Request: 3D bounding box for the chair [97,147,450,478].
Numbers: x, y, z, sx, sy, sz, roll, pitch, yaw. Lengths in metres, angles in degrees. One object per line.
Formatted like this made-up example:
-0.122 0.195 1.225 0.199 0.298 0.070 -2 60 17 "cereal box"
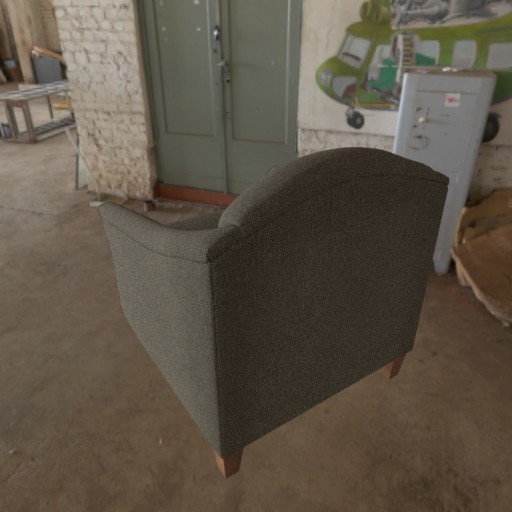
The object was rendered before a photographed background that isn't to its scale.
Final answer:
0.000 0.000 1.431 0.763 0.839 0.787 -18 34 -30 "chair"
